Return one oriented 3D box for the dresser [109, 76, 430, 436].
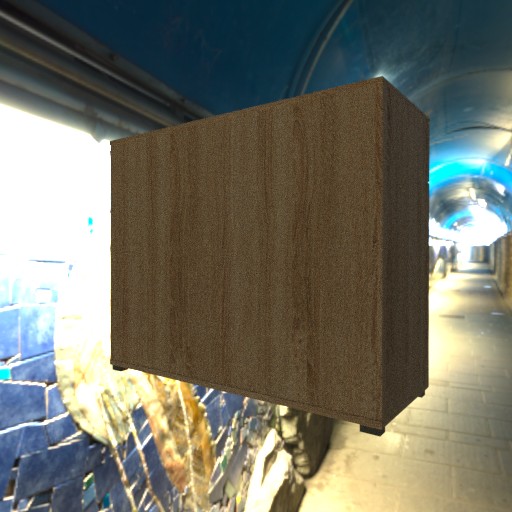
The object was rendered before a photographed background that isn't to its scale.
[{"bbox_3d":[0.000,0.000,1.605,1.100,0.900,0.450,0,1,36],"label":"dresser"}]
